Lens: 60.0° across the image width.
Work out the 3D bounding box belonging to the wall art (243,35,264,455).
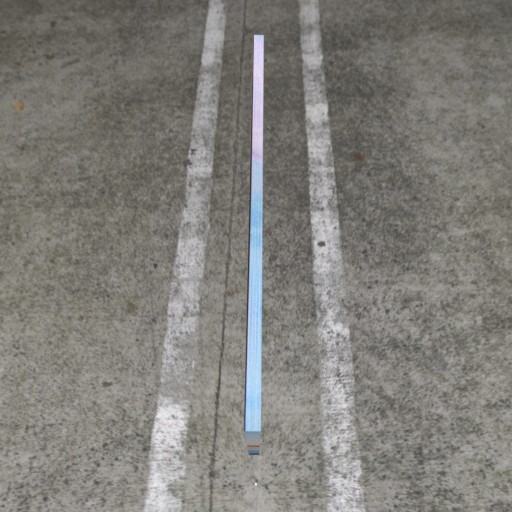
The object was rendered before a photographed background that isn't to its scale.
[{"bbox_3d":[0.000,0.000,0.763,0.018,0.402,0.604,1,63,0],"label":"wall art"}]
